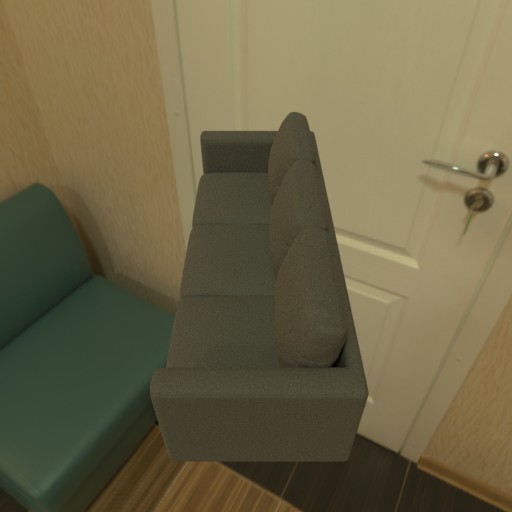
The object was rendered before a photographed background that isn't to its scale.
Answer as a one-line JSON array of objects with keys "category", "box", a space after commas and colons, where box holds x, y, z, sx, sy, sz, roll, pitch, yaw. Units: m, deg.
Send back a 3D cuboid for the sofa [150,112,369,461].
[{"category": "sofa", "box": [0.000, 0.000, 2.459, 0.802, 0.912, 2.029, 0, 42, 0]}]
